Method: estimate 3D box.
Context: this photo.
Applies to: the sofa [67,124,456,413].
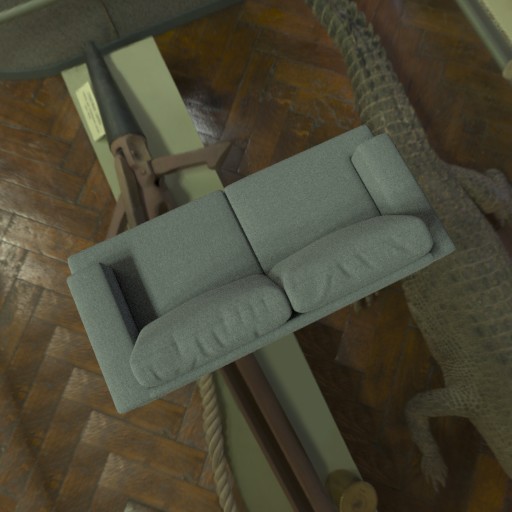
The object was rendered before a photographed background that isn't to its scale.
[{"bbox_3d":[0.000,0.000,2.102,1.650,0.810,0.785,-25,78,-6],"label":"sofa"}]
